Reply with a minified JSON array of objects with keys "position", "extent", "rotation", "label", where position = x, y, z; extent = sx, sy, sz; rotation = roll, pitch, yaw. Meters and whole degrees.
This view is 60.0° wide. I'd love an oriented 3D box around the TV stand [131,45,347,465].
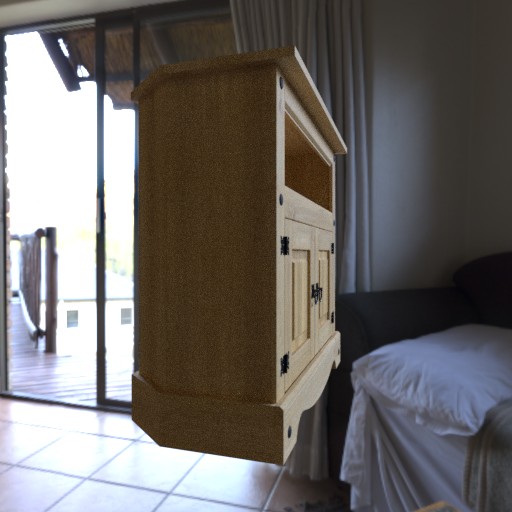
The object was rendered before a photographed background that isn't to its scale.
[{"position":[0.000,0.000,1.286],"extent":[0.425,0.781,0.851],"rotation":[0,1,18],"label":"TV stand"}]
